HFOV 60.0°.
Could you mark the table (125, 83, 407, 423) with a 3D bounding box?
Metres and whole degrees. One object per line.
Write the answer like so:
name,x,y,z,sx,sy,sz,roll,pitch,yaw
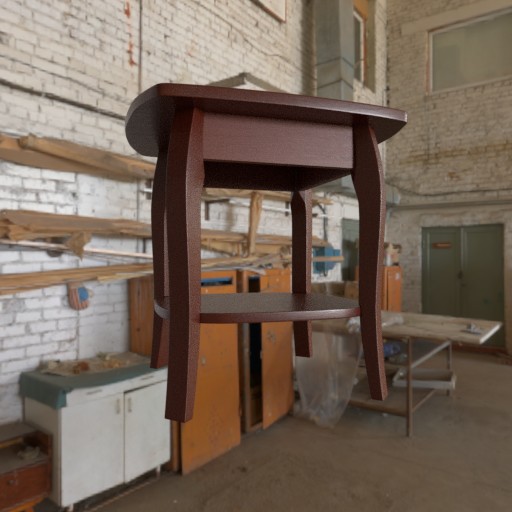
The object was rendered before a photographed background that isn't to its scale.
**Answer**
table,0.000,0.000,0.885,0.502,0.496,0.433,0,0,-17
